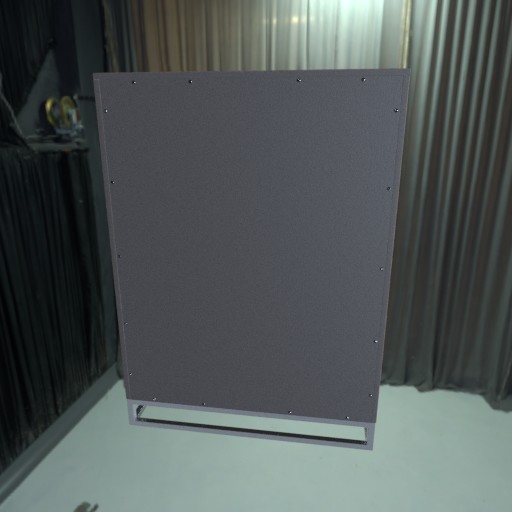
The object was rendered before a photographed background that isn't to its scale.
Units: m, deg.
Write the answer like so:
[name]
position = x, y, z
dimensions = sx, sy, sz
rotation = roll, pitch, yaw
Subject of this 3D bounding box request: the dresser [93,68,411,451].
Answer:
[dresser]
position = 0.000, 0.000, 1.762
dimensions = 0.965, 1.321, 0.508
rotation = 3, 18, 8
